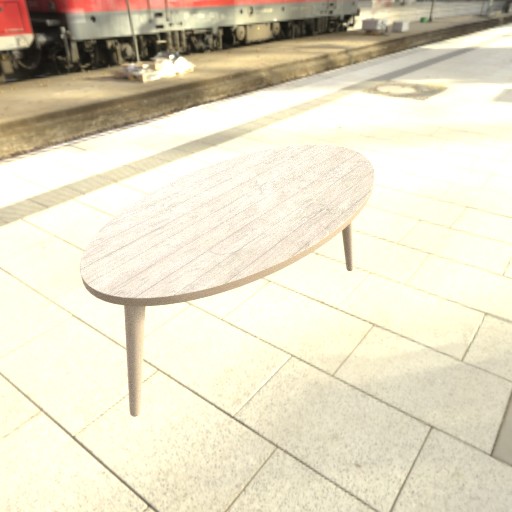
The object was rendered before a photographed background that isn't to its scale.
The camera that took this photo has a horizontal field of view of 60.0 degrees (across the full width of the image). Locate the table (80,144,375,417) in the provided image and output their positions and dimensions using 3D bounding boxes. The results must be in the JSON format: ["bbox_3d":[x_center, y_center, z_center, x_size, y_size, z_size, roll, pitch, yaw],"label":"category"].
[{"bbox_3d":[0.000,0.000,1.335,0.542,0.390,1.083,20,37,29],"label":"table"}]
